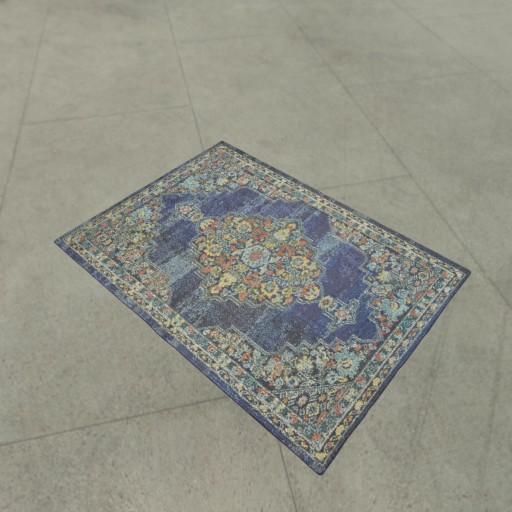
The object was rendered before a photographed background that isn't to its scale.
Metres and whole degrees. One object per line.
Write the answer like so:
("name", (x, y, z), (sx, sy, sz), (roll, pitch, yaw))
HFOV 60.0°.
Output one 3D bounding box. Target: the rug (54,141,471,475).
("rug", (0.000, 0.000, 2.902), (2.232, 0.009, 1.630), (33, 56, 27))
